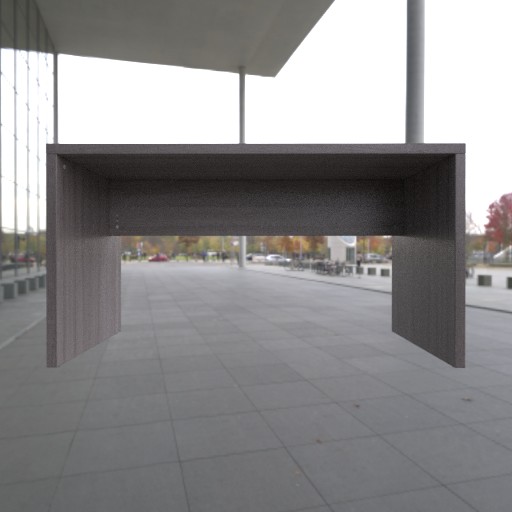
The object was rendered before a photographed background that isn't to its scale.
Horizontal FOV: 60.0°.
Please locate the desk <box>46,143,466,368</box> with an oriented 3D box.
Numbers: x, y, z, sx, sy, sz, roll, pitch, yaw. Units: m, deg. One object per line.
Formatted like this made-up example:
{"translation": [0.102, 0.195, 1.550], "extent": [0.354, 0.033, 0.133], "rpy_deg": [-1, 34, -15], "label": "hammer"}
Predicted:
{"translation": [0.000, 0.000, 1.803], "extent": [1.380, 0.745, 0.690], "rpy_deg": [0, 0, 0], "label": "desk"}
